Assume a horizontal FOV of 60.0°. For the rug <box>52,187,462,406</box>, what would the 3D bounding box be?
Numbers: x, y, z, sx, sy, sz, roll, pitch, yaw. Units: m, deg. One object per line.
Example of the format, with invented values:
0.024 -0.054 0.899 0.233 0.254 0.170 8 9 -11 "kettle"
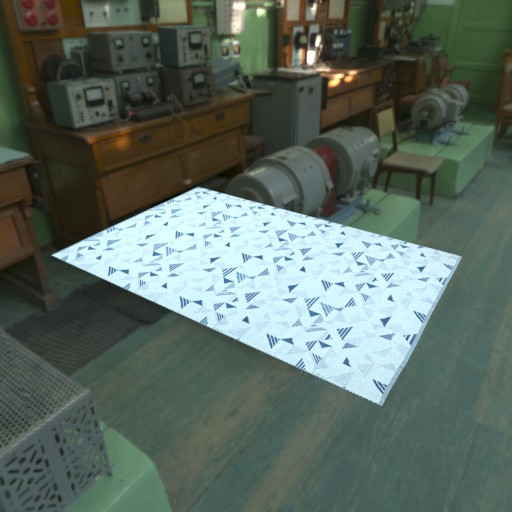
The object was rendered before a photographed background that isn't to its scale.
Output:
0.000 0.000 2.361 1.835 0.003 1.206 19 35 29 "rug"
